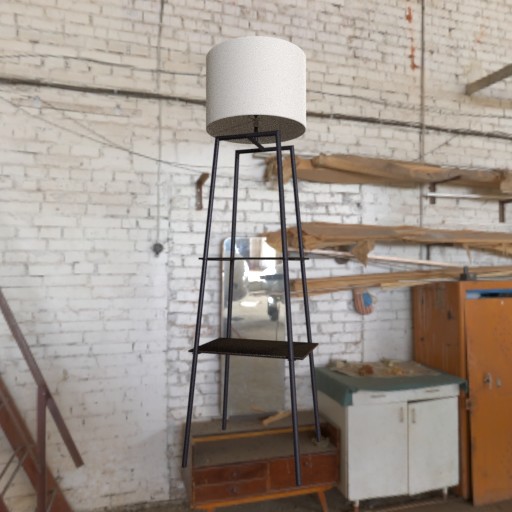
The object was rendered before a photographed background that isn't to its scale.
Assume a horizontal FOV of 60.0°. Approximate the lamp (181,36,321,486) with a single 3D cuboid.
[{"bbox_3d":[0.000,0.000,1.665,0.427,1.474,0.384,0,-1,18],"label":"lamp"}]
